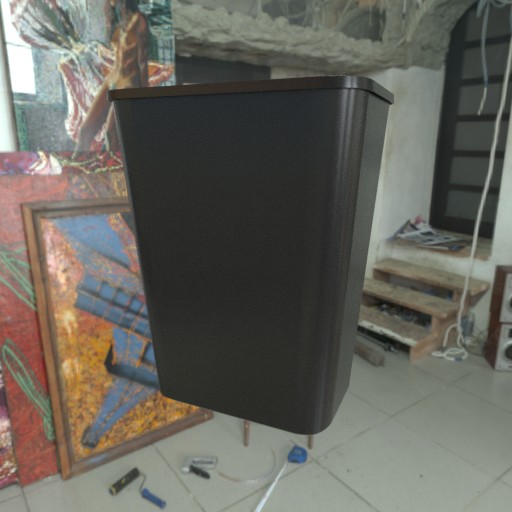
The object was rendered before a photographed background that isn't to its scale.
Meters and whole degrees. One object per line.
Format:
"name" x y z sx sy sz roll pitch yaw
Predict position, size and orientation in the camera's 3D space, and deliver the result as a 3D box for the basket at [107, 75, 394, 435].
"basket" 0.000 0.000 0.755 0.394 0.521 0.287 6 15 24
